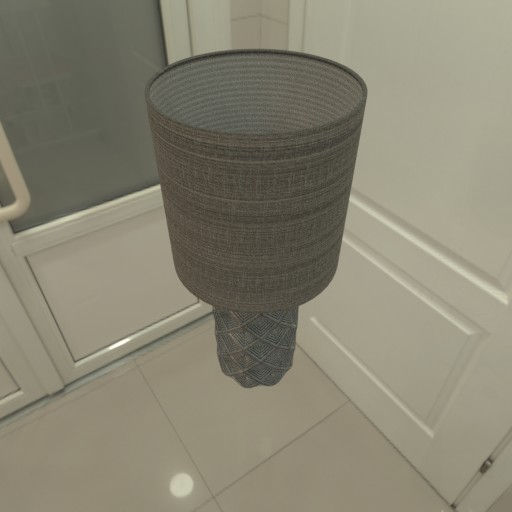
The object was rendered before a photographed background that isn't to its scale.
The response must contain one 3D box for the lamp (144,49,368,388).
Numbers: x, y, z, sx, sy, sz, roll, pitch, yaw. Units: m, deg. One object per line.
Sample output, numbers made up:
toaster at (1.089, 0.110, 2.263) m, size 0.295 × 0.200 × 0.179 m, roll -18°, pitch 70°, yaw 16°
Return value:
lamp at (0.000, 0.000, 0.731) m, size 0.269 × 0.566 × 0.268 m, roll -25°, pitch 48°, yaw -25°
